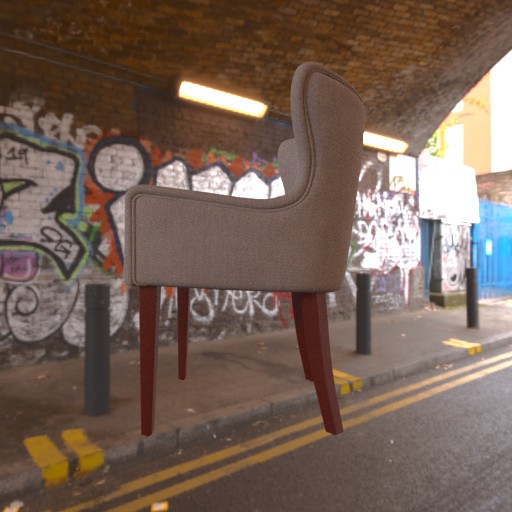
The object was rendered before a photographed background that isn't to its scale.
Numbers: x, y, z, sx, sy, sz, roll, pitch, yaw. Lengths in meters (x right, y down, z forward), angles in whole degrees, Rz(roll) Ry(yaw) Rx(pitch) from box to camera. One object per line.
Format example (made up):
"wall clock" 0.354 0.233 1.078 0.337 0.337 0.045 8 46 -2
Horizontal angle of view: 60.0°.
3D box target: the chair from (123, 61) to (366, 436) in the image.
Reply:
"chair" 0.000 0.000 1.430 0.677 0.948 0.732 0 0 0
